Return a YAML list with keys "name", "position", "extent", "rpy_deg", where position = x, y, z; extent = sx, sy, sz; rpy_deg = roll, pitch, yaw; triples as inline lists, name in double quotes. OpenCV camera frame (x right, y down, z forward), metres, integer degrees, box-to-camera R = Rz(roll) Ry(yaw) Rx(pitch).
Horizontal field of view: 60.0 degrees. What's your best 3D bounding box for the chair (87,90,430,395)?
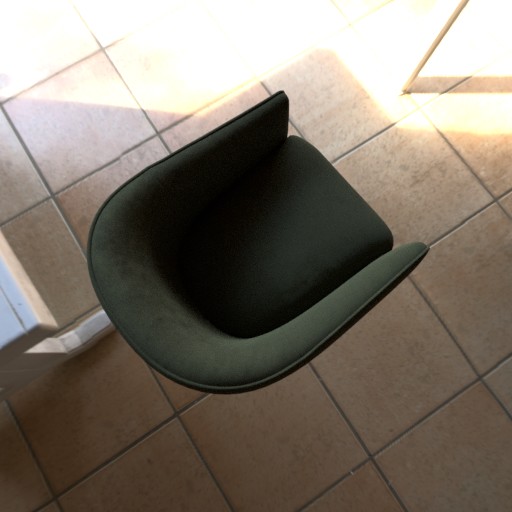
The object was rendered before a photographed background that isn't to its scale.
- name: "chair"
  position: [0.000, 0.000, 1.509]
  extent: [0.875, 0.799, 0.747]
  rpy_deg: [-38, 80, -8]
